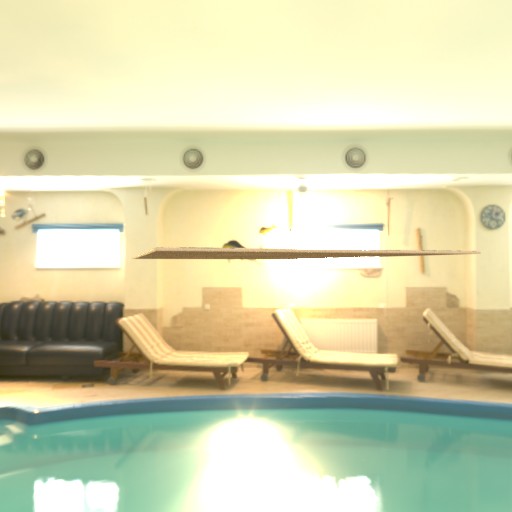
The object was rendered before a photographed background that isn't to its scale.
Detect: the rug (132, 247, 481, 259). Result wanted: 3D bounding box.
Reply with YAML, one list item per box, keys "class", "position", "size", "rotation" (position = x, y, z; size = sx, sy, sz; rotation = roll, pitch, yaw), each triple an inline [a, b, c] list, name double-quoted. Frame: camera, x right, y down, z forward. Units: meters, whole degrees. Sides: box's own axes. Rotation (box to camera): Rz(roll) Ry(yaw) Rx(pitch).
- class: "rug"
  position: [0.000, 0.000, 3.549]
  size: [1.819, 0.018, 2.746]
  rotation: [0, -1, -18]
